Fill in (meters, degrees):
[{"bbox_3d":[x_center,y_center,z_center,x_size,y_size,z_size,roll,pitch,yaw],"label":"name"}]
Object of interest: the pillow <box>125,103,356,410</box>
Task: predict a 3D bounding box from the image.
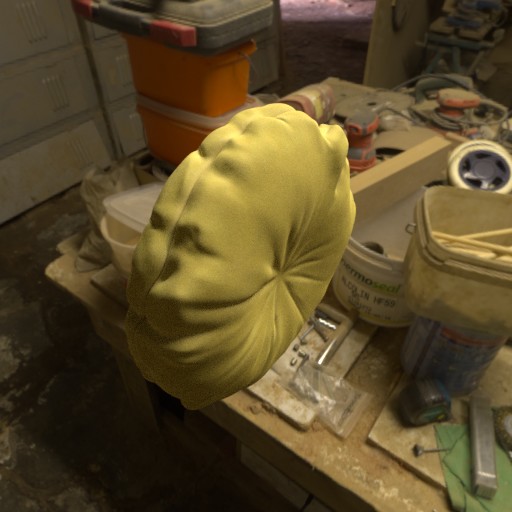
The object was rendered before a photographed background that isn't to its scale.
[{"bbox_3d":[0.000,0.000,0.625,0.148,0.407,0.428,28,49,27],"label":"pillow"}]
